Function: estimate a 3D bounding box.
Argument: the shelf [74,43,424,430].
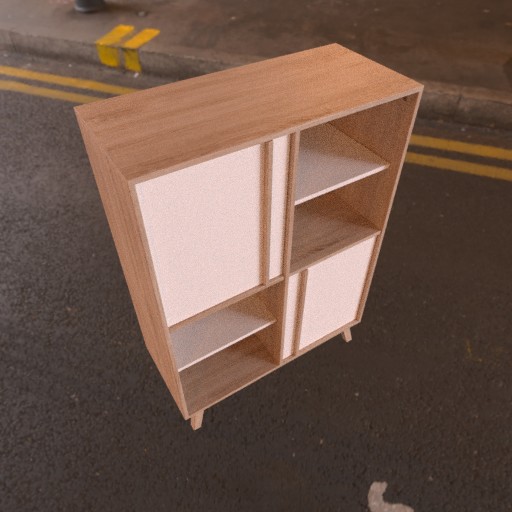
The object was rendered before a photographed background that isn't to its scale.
[{"bbox_3d":[0.000,0.000,1.858,1.000,1.390,0.450,-24,49,-22],"label":"shelf"}]
